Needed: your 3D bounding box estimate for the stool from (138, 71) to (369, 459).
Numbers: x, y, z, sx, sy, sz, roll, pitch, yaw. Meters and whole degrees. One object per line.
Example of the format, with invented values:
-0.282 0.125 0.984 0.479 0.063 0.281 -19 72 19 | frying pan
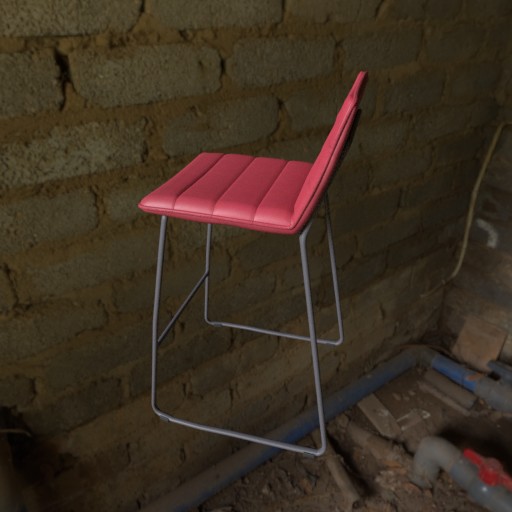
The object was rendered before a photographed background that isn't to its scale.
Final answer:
0.000 0.000 1.233 0.524 0.937 0.489 8 31 13 | stool
